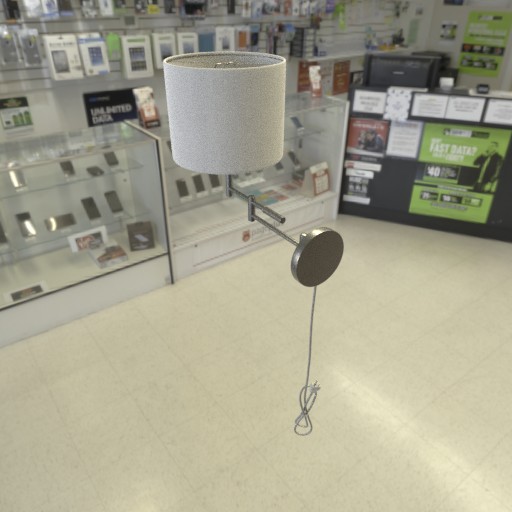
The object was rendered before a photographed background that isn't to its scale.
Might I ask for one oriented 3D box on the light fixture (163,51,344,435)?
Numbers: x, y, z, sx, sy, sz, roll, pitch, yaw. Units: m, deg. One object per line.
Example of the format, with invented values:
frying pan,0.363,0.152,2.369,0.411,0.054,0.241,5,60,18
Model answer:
light fixture,0.000,0.000,1.058,0.253,0.842,0.479,-20,37,-29
